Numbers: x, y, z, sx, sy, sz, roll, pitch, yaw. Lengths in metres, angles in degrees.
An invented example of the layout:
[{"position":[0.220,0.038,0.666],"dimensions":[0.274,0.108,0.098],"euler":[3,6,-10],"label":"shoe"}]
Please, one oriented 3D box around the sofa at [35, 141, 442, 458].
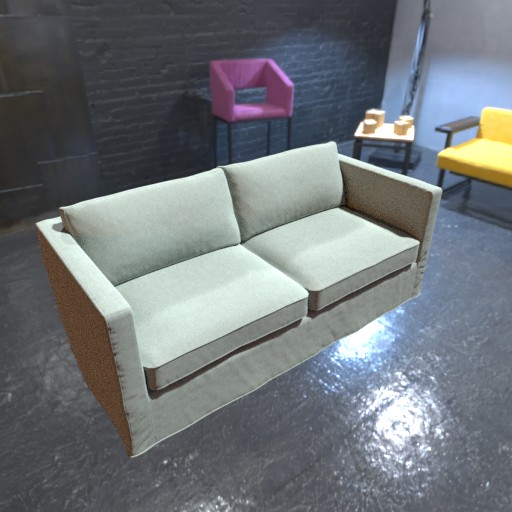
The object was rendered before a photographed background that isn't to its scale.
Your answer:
[{"position":[0.000,0.000,2.441],"dimensions":[1.987,0.870,0.940],"euler":[-21,36,-31],"label":"sofa"}]
